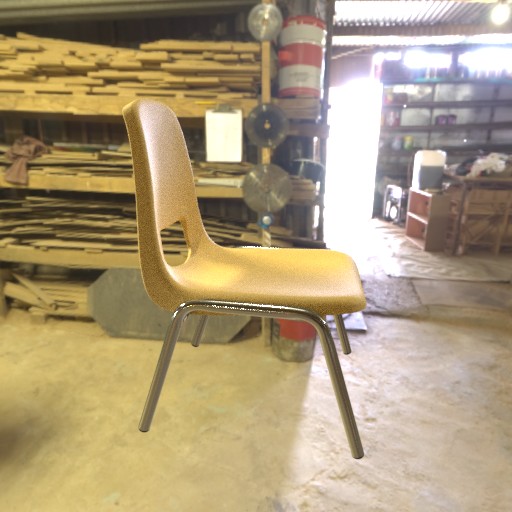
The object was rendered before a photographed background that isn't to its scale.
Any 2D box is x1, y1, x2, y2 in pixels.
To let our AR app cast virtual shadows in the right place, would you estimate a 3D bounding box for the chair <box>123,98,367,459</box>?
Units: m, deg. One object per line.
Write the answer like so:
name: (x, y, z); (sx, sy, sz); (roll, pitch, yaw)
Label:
chair: (0.000, 0.000, 0.797); (0.385, 0.536, 0.354); (2, 16, 8)
